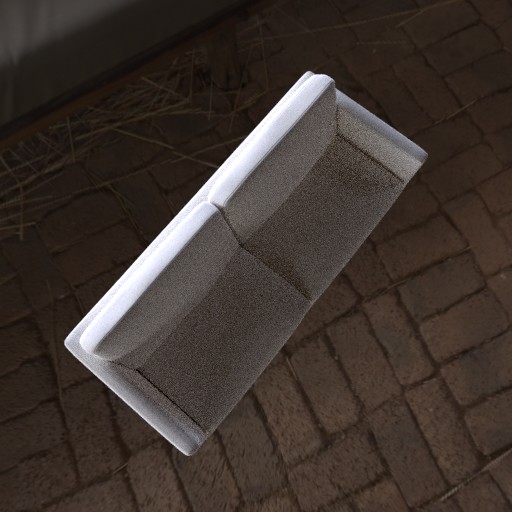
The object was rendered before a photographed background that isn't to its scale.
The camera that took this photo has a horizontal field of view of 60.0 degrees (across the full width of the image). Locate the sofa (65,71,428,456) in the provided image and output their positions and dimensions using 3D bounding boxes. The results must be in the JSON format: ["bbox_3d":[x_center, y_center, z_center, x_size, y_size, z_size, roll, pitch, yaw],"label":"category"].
[{"bbox_3d":[0.000,0.000,2.695,0.924,0.933,2.139,39,79,9],"label":"sofa"}]
